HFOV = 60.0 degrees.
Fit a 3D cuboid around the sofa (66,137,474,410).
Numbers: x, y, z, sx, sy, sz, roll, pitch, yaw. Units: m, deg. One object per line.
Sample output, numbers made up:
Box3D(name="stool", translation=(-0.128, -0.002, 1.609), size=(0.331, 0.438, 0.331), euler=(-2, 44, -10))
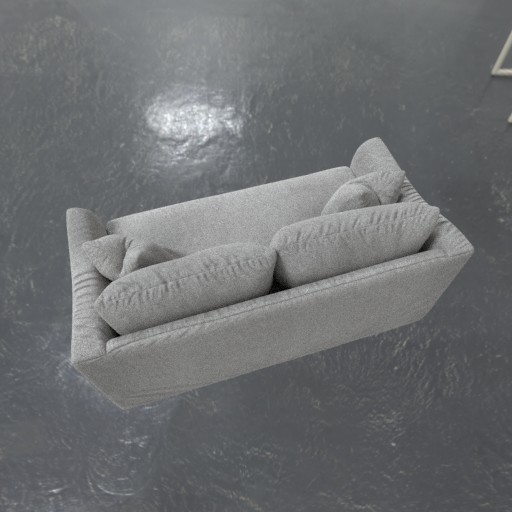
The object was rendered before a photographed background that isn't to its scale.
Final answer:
Box3D(name="sofa", translation=(0.000, 0.000, 2.625), size=(2.010, 1.018, 1.072), euler=(-15, 58, -9))
